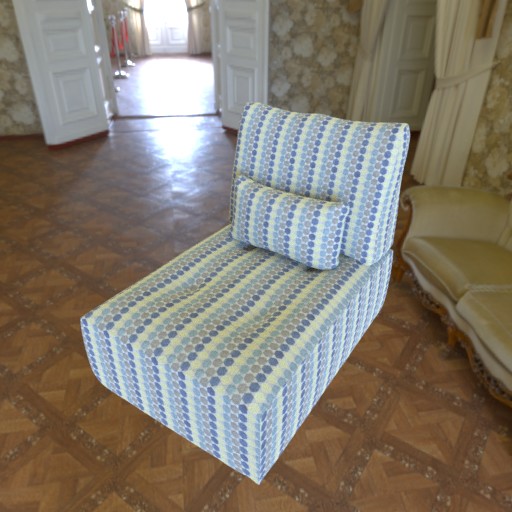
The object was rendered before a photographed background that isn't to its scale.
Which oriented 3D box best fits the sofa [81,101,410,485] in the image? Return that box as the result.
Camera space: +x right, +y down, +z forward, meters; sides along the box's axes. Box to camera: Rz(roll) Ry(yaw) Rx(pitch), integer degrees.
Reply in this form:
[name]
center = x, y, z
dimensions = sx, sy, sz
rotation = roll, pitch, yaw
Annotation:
[sofa]
center = 0.000, 0.000, 1.549
dimensions = 0.700, 0.820, 1.000
rotation = 19, 36, 28
